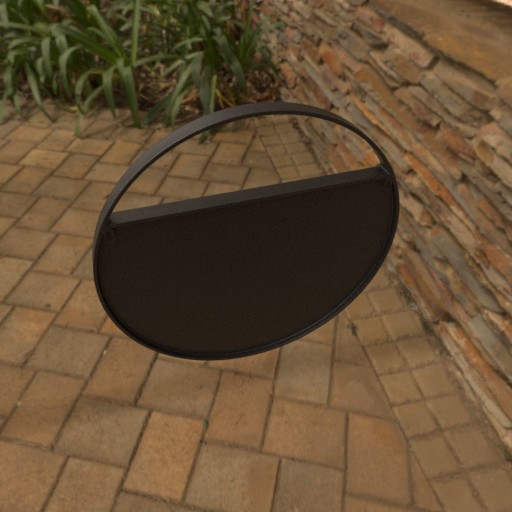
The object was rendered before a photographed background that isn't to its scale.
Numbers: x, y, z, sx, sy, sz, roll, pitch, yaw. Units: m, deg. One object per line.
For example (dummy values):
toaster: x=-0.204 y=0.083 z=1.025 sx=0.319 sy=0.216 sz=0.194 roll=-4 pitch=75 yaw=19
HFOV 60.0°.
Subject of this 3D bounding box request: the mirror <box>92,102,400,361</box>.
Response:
mirror: x=0.000 y=0.000 z=0.816 sx=0.565 sy=0.565 sz=0.032 roll=-12 pitch=43 yaw=-13
